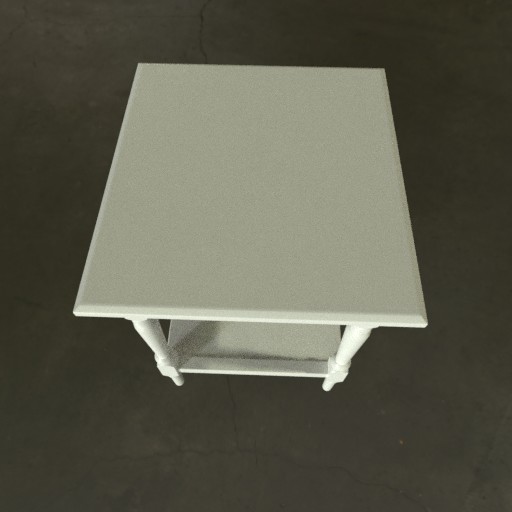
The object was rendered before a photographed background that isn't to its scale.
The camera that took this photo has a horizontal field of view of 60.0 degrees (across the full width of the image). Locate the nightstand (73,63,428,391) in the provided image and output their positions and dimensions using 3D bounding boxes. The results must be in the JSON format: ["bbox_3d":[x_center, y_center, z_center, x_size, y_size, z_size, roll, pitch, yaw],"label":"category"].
[{"bbox_3d":[0.000,0.000,0.934,0.459,0.555,0.505,2,60,1],"label":"nightstand"}]
